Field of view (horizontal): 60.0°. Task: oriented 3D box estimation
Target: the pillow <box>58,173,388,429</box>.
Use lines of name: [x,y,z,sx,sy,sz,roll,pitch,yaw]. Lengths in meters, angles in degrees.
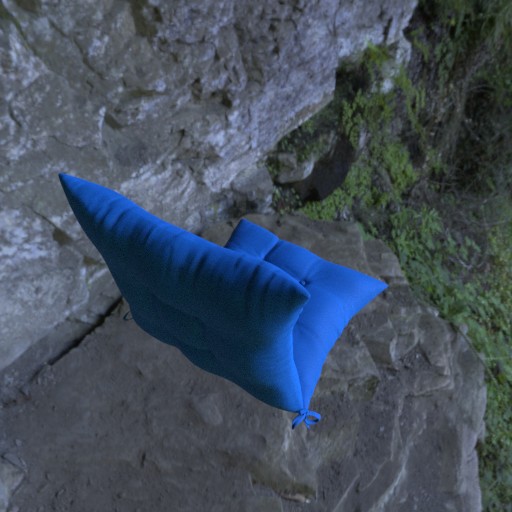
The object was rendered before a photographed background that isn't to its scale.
pillow: [0.000,0.000,1.010,0.541,0.536,0.585,25,50,23]
